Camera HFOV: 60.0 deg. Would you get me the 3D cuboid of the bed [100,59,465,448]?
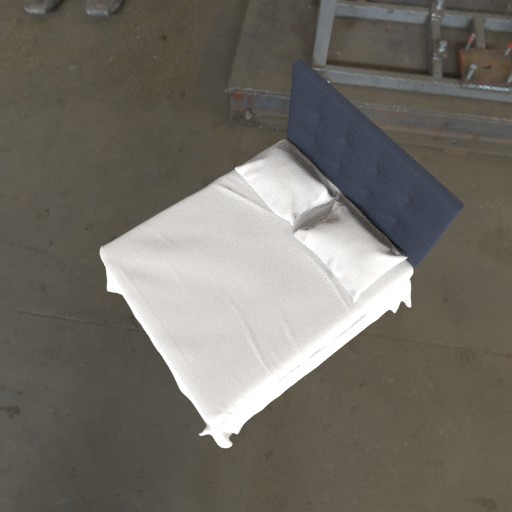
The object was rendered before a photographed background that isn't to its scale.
[{"bbox_3d":[0.000,0.000,3.455,2.222,1.577,1.936,-34,69,-15],"label":"bed"}]
